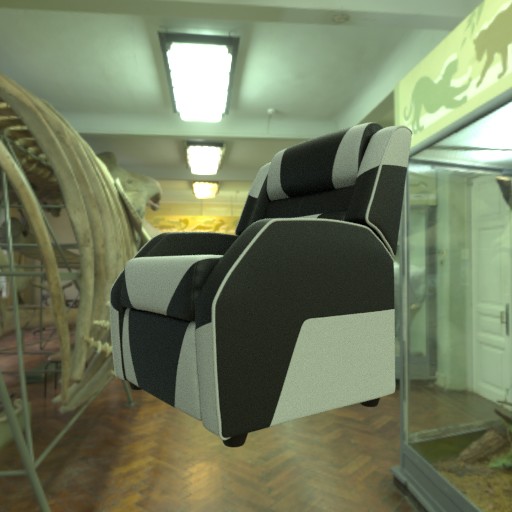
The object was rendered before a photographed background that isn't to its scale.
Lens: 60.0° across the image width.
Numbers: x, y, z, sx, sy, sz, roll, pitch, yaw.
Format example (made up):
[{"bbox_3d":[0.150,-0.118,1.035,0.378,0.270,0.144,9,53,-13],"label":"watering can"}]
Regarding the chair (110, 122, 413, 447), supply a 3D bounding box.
[{"bbox_3d":[0.000,0.000,1.300,0.672,0.805,0.620,1,-2,-37],"label":"chair"}]
